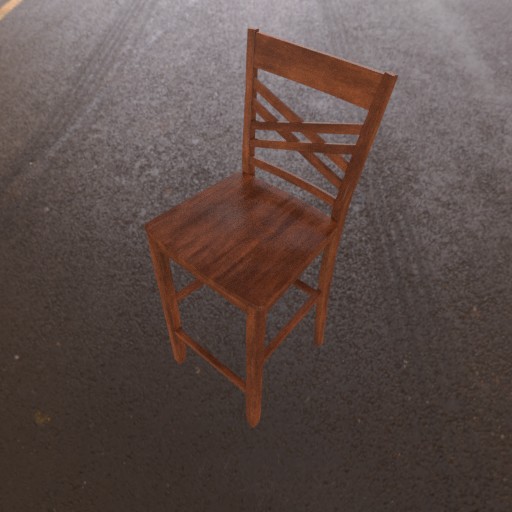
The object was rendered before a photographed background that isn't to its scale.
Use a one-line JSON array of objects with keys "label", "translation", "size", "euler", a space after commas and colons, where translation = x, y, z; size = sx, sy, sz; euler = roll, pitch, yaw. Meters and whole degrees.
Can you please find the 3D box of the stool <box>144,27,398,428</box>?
[{"label": "stool", "translation": [0.000, 0.000, 1.356], "size": [0.433, 1.105, 0.487], "euler": [32, 54, 27]}]
